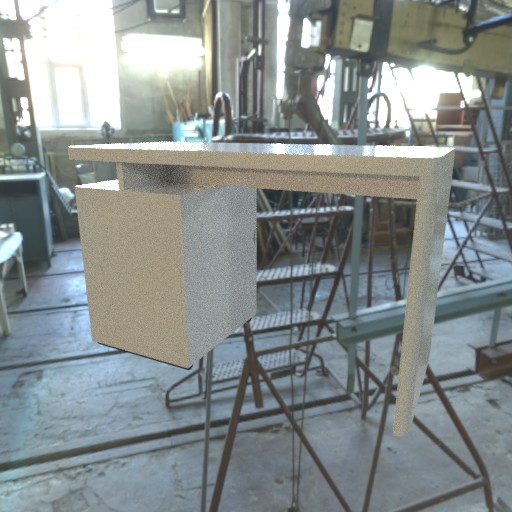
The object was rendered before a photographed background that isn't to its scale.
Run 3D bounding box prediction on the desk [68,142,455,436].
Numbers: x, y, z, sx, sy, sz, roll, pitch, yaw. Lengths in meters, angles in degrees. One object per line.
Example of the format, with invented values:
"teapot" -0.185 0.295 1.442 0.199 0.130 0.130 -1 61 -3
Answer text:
"desk" 0.000 0.000 1.591 1.200 0.760 0.550 8 18 26
